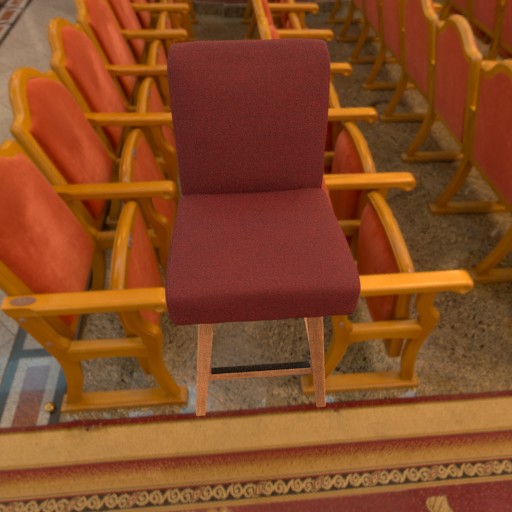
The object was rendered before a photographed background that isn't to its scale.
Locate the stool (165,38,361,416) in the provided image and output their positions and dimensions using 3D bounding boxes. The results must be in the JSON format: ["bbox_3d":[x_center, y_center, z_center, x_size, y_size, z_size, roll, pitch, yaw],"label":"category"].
[{"bbox_3d":[0.000,0.000,1.308,0.468,1.038,0.562,-3,46,-3],"label":"stool"}]
